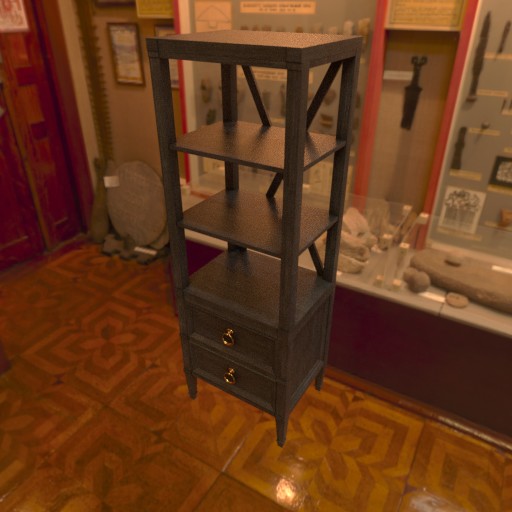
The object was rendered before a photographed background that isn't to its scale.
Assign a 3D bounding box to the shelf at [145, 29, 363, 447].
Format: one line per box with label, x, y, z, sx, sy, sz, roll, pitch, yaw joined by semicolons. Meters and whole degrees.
shelf;0.000;0.000;1.944;0.584;1.727;0.472;18;35;27
